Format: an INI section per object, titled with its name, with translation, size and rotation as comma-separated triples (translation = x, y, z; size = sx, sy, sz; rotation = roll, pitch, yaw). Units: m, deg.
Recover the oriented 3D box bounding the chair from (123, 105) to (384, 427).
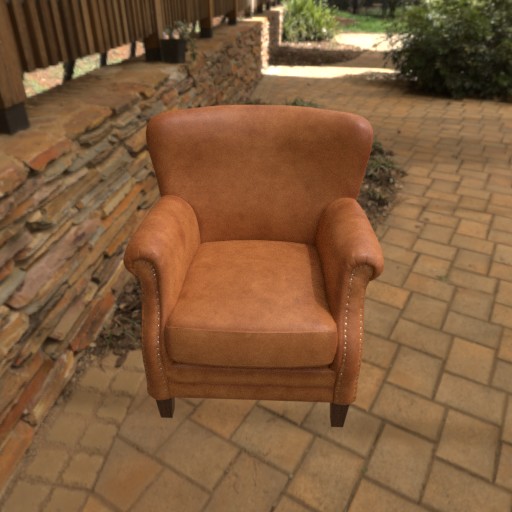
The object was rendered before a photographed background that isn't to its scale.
[chair]
translation = 0.000, 0.000, 1.692
size = 0.861, 0.936, 0.921
rotation = 1, 32, 2
